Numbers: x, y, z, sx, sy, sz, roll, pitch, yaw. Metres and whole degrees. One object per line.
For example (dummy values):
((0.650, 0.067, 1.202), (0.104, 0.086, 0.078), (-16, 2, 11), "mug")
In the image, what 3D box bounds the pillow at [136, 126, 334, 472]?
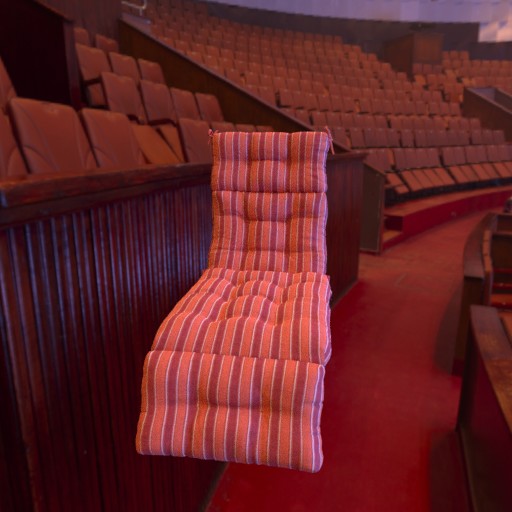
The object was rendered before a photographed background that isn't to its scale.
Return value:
((0.000, 0.000, 1.486), (0.526, 0.863, 1.016), (2, 15, 8), "pillow")
